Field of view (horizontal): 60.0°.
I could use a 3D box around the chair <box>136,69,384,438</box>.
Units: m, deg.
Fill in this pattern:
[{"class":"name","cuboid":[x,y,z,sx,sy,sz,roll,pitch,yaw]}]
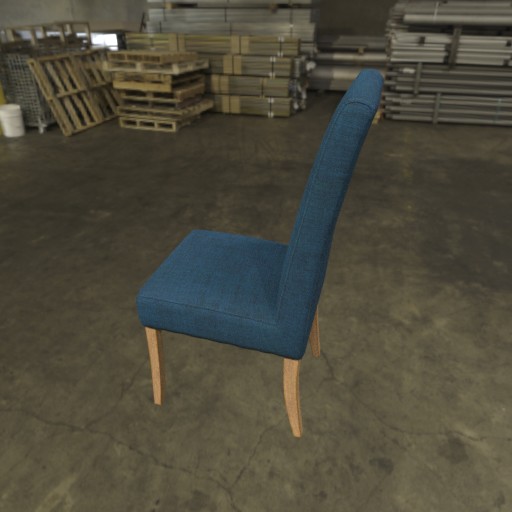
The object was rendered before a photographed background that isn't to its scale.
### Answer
[{"class":"chair","cuboid":[0.000,0.000,1.350,0.610,1.029,0.450,8,31,13]}]
